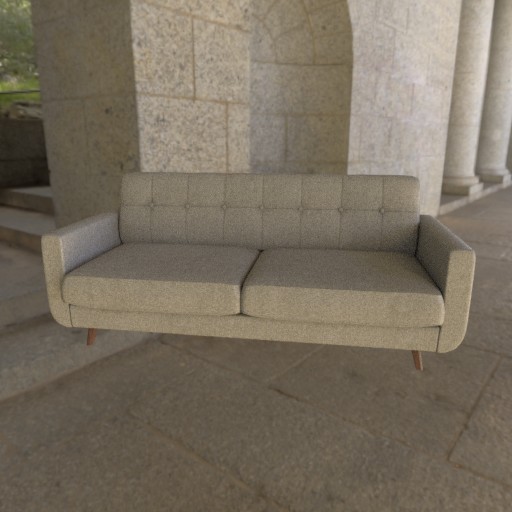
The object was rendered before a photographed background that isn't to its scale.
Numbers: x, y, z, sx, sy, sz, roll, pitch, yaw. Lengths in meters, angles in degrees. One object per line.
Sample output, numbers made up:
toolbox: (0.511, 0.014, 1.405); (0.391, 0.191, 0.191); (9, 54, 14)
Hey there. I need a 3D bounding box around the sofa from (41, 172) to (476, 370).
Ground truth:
sofa: (0.000, 0.000, 2.495); (2.055, 0.873, 0.968); (2, 15, 9)
